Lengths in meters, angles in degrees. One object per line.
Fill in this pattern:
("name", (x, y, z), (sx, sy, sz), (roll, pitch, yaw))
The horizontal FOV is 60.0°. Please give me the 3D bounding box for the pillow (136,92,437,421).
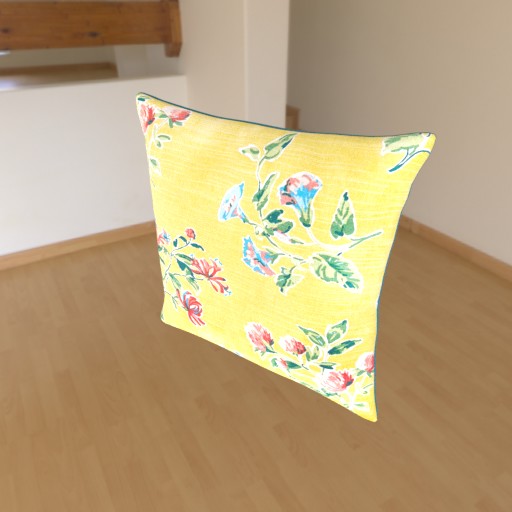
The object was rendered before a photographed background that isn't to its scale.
("pillow", (0.000, 0.000, 0.790), (0.525, 0.508, 0.166), (19, 35, 29))
